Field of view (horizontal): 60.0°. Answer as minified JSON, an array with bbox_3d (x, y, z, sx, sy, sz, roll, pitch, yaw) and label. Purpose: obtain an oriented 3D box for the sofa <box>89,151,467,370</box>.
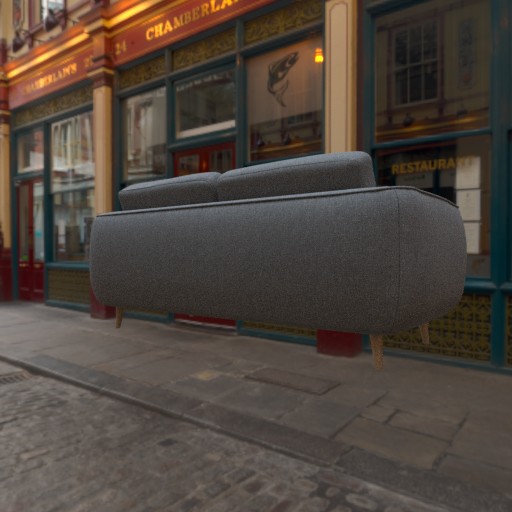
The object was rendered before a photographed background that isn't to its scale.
[{"bbox_3d":[0.000,0.000,2.439,2.000,0.870,0.920,0,0,37],"label":"sofa"}]
